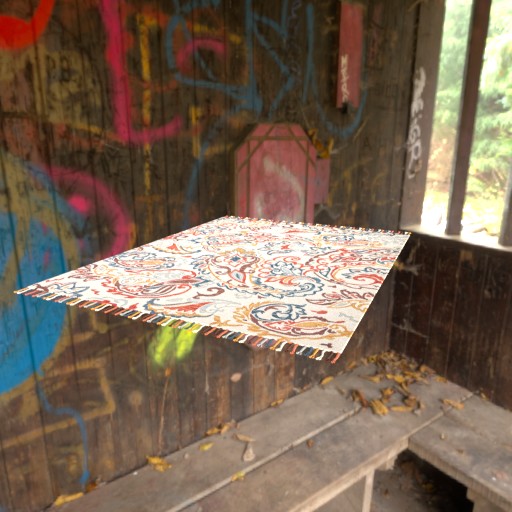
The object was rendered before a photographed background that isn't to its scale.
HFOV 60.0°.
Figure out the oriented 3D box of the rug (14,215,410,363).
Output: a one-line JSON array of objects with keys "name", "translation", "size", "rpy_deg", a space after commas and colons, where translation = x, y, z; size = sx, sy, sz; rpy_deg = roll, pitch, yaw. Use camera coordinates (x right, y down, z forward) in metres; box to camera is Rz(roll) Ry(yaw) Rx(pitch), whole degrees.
[{"name": "rug", "translation": [0.000, 0.000, 4.212], "size": [2.439, 0.015, 3.274], "rpy_deg": [7, 18, 24]}]
